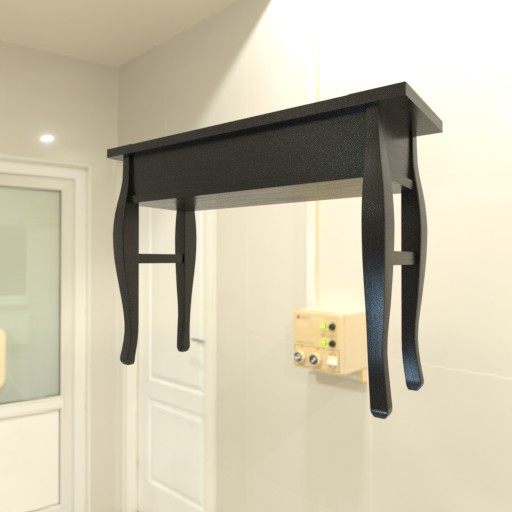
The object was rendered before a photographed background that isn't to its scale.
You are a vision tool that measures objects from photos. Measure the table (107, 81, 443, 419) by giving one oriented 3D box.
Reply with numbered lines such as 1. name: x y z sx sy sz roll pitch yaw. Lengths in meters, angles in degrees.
1. table: 0.000 0.000 1.430 1.062 0.768 0.373 0 -1 35
